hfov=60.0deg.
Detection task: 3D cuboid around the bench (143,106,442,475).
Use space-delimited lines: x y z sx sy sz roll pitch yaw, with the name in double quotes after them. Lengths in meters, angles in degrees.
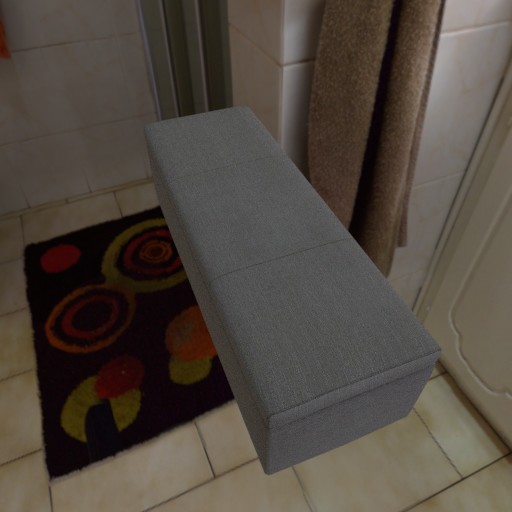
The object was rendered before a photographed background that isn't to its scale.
0.000 0.000 1.497 0.446 0.438 1.269 -16 48 -15 "bench"
